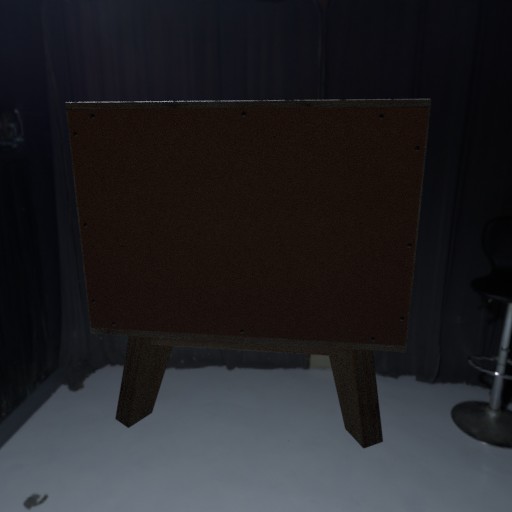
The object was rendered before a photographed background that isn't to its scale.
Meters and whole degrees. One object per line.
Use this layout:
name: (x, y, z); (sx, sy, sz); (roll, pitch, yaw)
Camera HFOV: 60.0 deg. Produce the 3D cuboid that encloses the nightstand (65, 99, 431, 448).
nightstand: (0.000, 0.000, 0.928); (0.552, 0.589, 0.396); (2, 16, 7)
